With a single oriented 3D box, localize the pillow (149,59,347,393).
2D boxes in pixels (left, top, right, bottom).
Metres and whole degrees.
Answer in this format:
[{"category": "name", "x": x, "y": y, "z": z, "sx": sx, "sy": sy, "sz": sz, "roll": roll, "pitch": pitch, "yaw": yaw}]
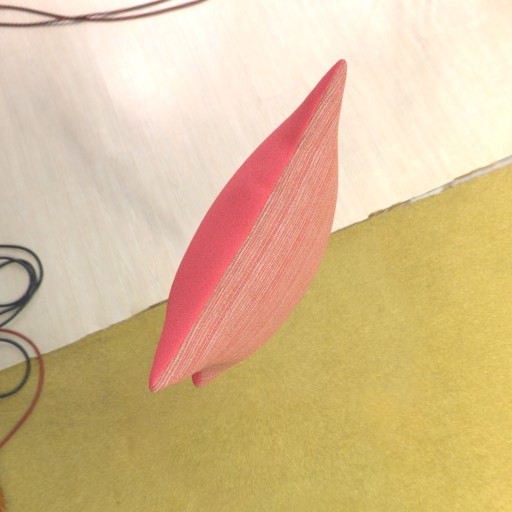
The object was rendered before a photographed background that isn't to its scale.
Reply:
[{"category": "pillow", "x": 0.000, "y": 0.000, "z": 0.831, "sx": 0.229, "sy": 0.501, "sz": 0.559, "roll": 28, "pitch": 78, "yaw": 7}]
